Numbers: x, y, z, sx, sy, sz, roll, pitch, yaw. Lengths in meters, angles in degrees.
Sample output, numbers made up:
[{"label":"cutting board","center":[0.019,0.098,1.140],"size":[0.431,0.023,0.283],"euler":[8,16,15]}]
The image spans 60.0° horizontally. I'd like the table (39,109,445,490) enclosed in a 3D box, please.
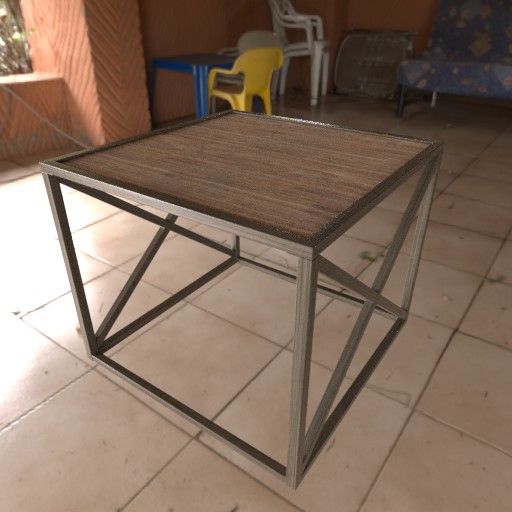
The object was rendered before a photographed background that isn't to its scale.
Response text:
[{"label":"table","center":[0.000,0.000,1.056],"size":[0.609,0.507,0.611],"euler":[19,35,30]}]
